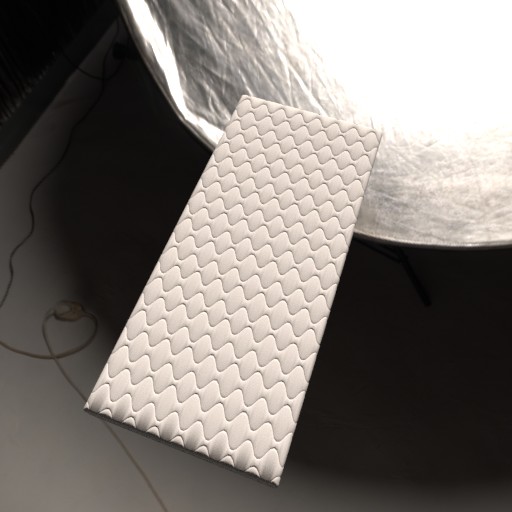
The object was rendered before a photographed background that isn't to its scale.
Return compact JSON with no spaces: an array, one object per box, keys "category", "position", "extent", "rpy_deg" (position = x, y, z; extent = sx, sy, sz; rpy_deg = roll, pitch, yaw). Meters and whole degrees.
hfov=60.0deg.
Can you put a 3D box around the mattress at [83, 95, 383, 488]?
[{"category":"mattress","position":[0.000,0.000,2.345],"extent":[0.900,0.200,2.000],"rpy_deg":[18,65,9]}]
